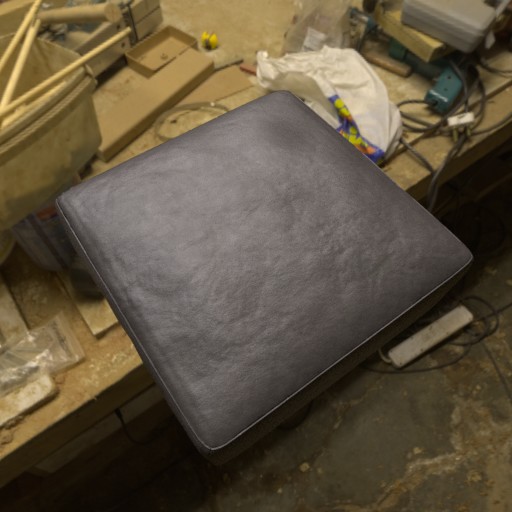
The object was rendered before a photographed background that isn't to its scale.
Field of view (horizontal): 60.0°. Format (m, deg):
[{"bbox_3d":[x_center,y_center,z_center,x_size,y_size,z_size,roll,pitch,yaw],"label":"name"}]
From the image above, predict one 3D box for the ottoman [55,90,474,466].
[{"bbox_3d":[0.000,0.000,1.304,0.844,0.415,0.836,-31,64,-17],"label":"ottoman"}]
